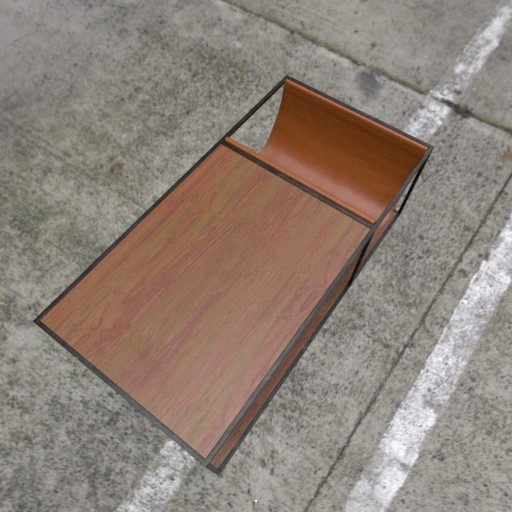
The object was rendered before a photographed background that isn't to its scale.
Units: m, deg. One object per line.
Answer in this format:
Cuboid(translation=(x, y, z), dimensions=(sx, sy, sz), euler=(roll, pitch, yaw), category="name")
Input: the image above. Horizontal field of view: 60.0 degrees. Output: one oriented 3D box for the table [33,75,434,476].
Cuboid(translation=(0.000, 0.000, 1.501), dimensions=(0.597, 0.403, 1.199), euler=(33, 66, 17), category="table")
